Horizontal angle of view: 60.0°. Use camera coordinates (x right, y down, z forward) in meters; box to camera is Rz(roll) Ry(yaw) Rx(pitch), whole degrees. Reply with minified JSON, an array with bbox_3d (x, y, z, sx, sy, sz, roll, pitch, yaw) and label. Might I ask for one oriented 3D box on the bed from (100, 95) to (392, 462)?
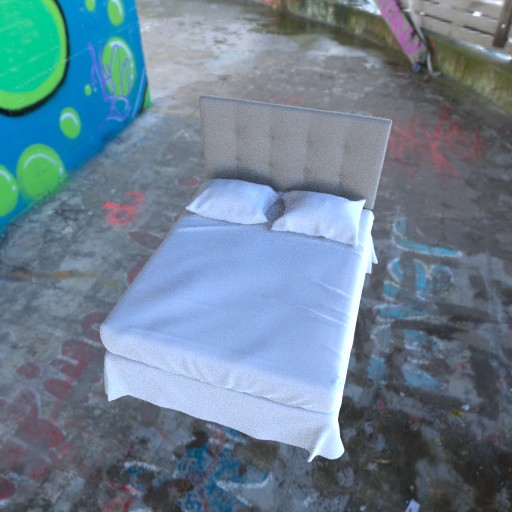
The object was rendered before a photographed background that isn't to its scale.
[{"bbox_3d":[0.000,0.000,3.476,1.936,1.577,2.222,12,44,13],"label":"bed"}]
